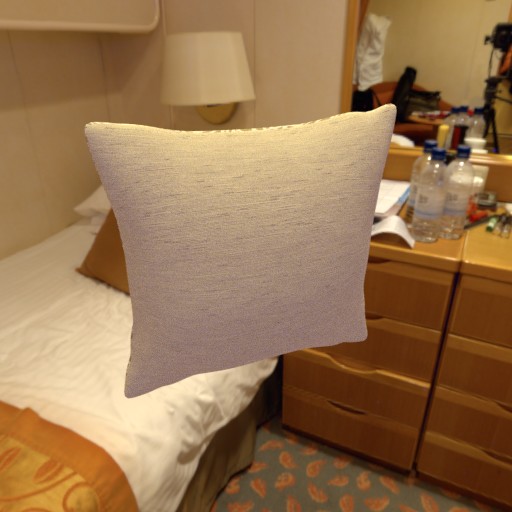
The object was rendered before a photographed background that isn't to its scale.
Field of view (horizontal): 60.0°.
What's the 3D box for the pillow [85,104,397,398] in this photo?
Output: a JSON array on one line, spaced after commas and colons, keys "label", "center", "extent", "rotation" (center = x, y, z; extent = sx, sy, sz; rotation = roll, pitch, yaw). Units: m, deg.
[{"label": "pillow", "center": [0.000, 0.000, 0.671], "extent": [0.438, 0.421, 0.167], "rotation": [-9, 27, -18]}]
